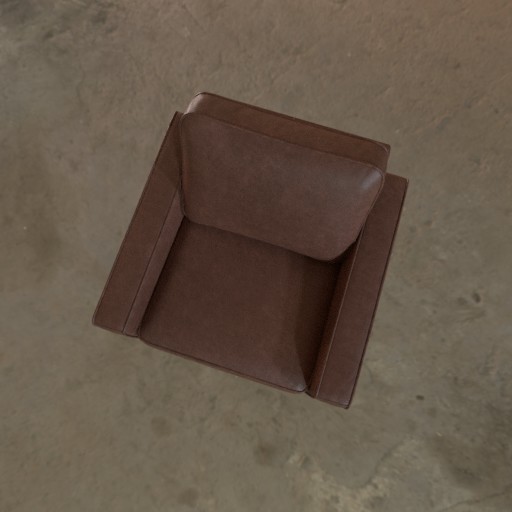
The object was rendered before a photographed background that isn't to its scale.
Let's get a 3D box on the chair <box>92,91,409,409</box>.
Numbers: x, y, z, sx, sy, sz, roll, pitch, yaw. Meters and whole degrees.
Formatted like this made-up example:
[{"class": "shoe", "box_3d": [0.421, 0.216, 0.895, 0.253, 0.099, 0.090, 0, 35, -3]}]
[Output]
[{"class": "chair", "box_3d": [0.000, 0.000, 1.790, 1.017, 0.919, 0.940, 17, 78, 4]}]
